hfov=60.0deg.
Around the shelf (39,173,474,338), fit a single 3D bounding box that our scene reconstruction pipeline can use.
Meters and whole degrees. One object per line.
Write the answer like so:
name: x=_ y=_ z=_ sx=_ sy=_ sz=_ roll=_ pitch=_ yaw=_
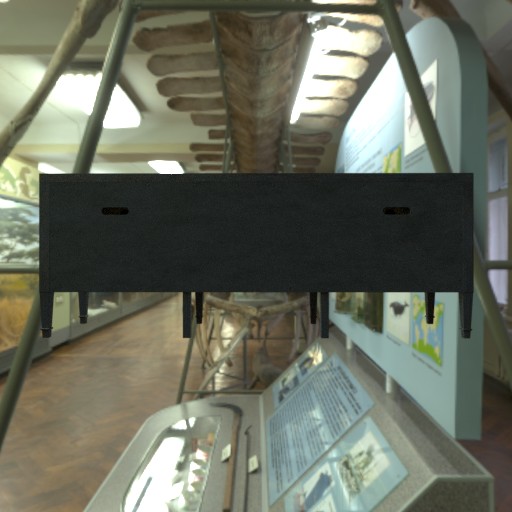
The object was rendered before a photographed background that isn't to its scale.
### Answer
shelf: x=0.000 y=0.000 z=2.150 sx=1.878 sy=0.715 sz=0.471 roll=0 pitch=0 yaw=0
